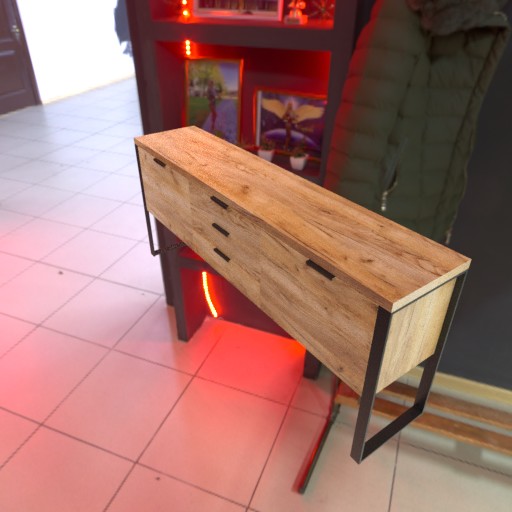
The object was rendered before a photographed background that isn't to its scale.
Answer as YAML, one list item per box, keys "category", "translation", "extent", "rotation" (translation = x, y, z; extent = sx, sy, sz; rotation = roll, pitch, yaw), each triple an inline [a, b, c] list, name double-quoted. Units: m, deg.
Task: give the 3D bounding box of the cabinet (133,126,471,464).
- category: "cabinet"
  translation: [0.000, 0.000, 2.137]
  extent: [0.395, 0.762, 1.800]
  rotation: [-21, 38, -30]
